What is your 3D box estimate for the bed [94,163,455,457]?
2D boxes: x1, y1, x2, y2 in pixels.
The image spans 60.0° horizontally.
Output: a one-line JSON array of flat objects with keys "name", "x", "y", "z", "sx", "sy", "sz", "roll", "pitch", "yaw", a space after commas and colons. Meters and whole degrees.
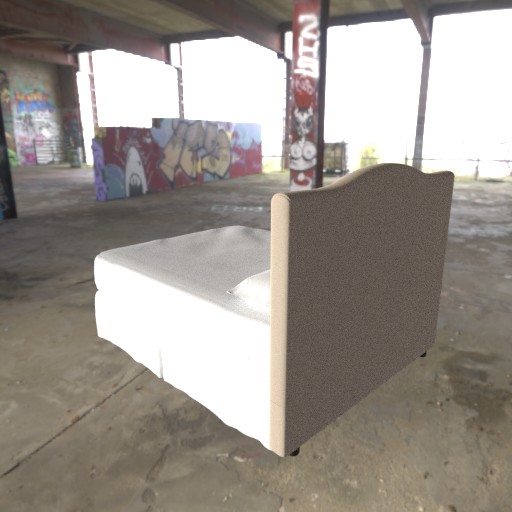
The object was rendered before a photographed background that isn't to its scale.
[{"name": "bed", "x": 0.000, "y": 0.000, "z": 3.327, "sx": 2.143, "sy": 1.460, "sz": 1.753, "roll": 15, "pitch": 21, "yaw": 43}]
